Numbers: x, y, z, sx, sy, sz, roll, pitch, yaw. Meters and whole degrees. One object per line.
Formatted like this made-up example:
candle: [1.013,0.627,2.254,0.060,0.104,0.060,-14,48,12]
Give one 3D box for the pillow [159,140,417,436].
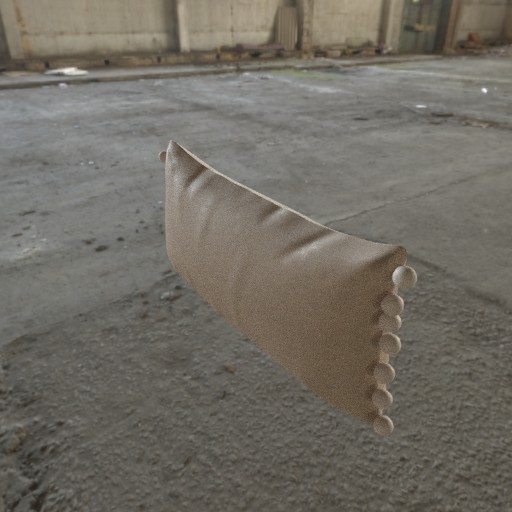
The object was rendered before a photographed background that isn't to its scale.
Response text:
pillow: [0.000,0.000,0.848,0.201,0.322,0.709,-18,33,-31]
